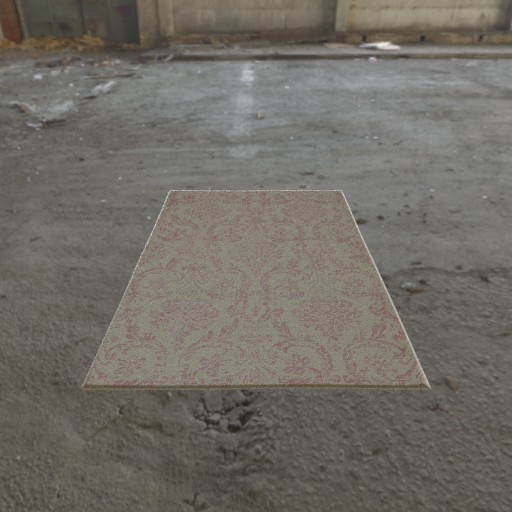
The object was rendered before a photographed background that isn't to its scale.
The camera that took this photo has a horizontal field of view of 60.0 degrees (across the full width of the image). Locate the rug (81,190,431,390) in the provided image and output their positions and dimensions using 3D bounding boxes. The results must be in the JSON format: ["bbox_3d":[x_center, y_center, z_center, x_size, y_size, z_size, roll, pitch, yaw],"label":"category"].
[{"bbox_3d":[0.000,0.000,3.482,1.819,0.018,2.746,0,30,0],"label":"rug"}]
